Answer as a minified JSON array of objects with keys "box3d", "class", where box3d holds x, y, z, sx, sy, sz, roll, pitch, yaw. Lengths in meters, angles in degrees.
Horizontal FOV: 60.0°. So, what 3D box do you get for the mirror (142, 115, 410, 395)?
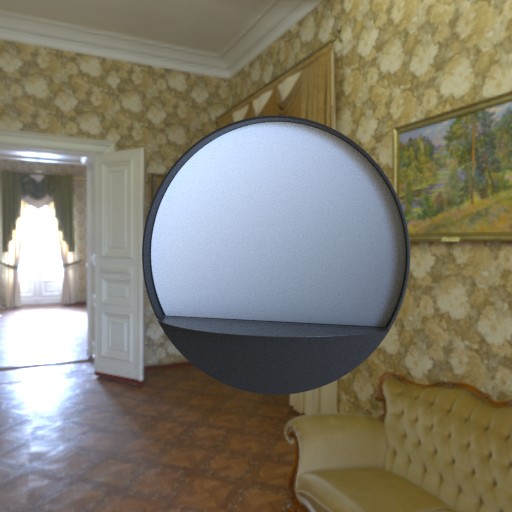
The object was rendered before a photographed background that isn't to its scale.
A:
[{"box3d":[0.000,0.000,0.693,0.457,0.457,0.133,0,1,18],"class":"mirror"}]
